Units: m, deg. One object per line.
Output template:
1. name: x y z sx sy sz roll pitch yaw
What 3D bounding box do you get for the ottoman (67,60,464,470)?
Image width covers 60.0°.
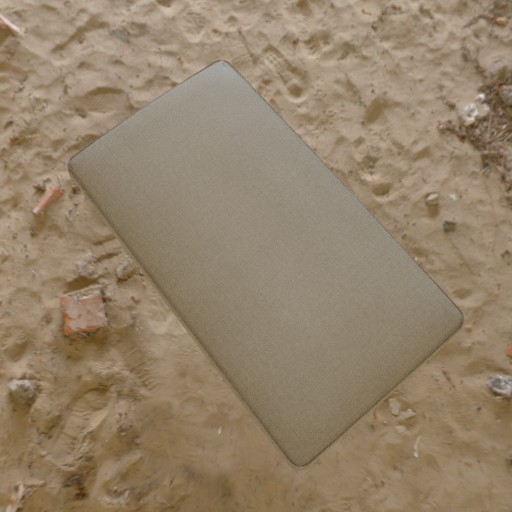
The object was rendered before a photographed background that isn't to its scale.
1. ottoman: 0.000 0.000 1.416 0.617 0.461 1.097 -38 78 -10
